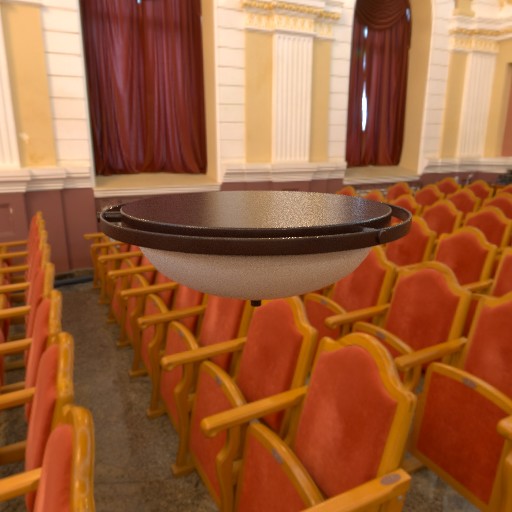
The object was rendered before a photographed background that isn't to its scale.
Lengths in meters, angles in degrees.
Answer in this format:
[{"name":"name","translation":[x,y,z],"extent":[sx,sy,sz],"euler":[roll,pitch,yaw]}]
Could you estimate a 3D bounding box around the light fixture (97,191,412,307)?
[{"name":"light fixture","translation":[0.000,0.000,0.555],"extent":[0.361,0.130,0.361],"euler":[0,14,0]}]
